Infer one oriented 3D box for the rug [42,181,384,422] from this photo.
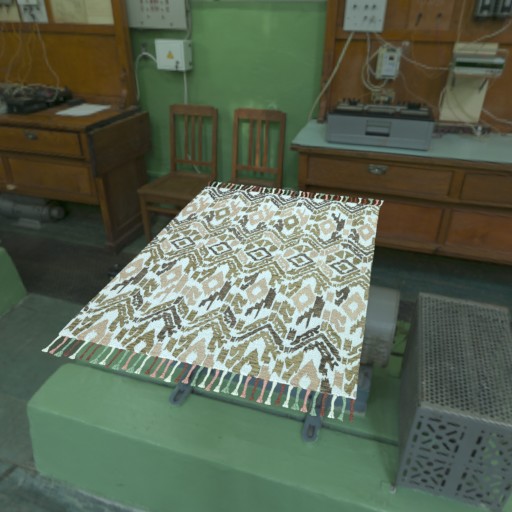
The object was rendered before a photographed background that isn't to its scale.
[{"bbox_3d":[0.000,0.000,2.304,1.219,0.008,1.829,8,32,14],"label":"rug"}]
